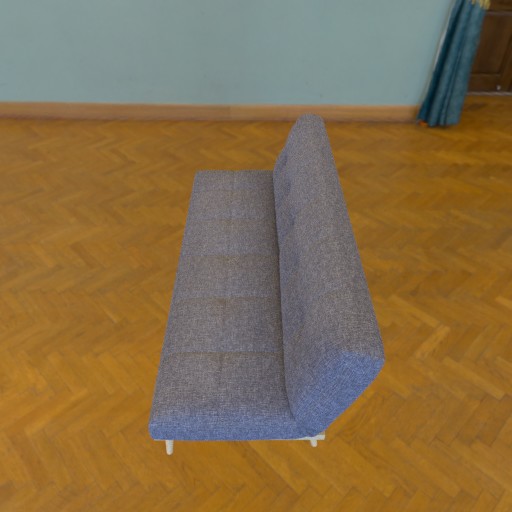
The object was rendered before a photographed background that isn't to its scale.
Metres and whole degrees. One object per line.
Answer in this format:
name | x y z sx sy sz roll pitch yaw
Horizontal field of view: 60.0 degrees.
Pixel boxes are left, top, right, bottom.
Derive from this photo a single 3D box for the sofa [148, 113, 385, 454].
sofa | 0.000 0.000 2.275 0.820 0.770 1.820 0 42 0
